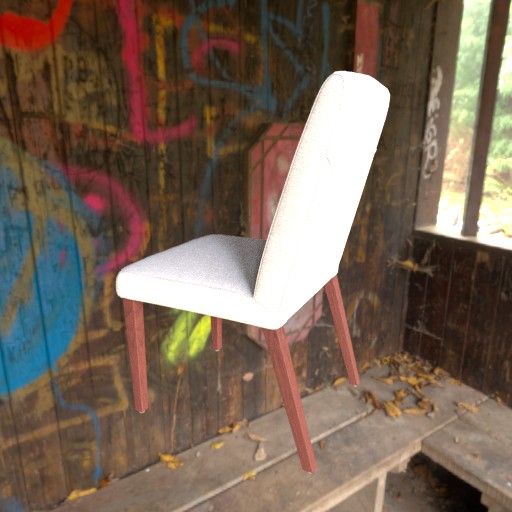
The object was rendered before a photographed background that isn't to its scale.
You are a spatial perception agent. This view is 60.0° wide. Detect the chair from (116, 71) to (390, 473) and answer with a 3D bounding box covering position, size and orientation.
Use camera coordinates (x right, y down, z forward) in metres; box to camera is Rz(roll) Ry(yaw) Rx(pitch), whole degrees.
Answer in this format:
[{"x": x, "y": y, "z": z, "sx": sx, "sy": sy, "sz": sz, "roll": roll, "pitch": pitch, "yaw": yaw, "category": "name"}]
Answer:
[{"x": 0.000, "y": 0.000, "z": 1.223, "sx": 0.594, "sy": 0.900, "sz": 0.480, "roll": 8, "pitch": 18, "yaw": 26, "category": "chair"}]
